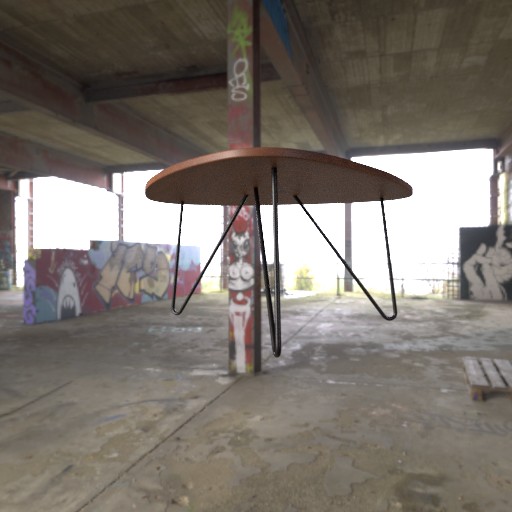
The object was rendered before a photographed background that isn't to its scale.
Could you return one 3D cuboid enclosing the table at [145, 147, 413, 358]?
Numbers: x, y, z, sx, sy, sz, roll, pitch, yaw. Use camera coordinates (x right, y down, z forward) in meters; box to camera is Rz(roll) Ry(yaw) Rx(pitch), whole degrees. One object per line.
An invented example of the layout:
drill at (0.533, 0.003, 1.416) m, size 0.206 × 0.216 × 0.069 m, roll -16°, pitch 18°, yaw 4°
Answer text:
table at (0.000, 0.000, 1.334) m, size 0.821 × 0.413 × 0.833 m, roll 0°, pitch 0°, yaw 37°
